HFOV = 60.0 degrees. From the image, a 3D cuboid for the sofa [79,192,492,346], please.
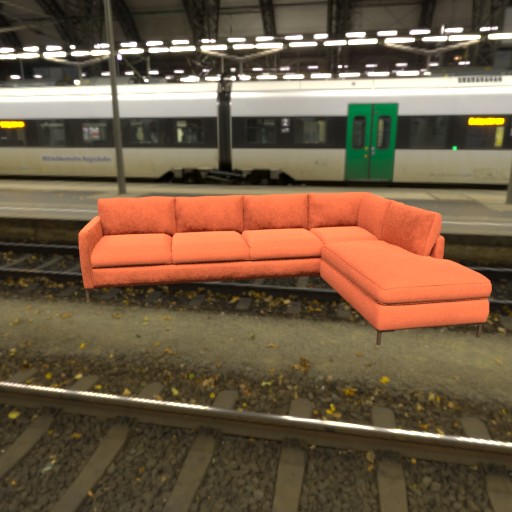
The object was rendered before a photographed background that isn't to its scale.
[{"bbox_3d":[0.000,0.000,3.451,2.736,0.757,1.879,-3,15,-10],"label":"sofa"}]
